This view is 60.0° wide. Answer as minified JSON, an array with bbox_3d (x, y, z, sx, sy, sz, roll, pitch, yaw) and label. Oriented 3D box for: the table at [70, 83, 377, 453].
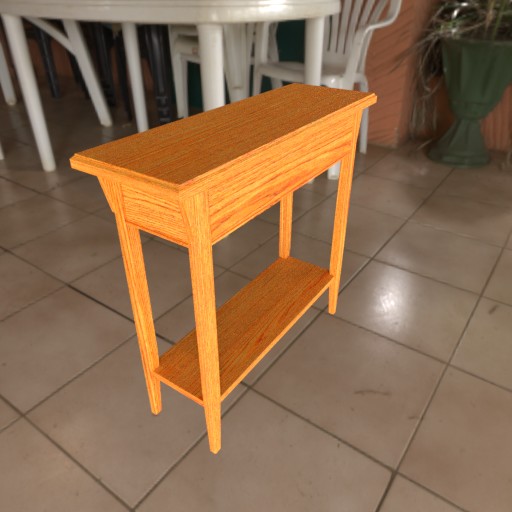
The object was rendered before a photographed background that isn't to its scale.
[{"bbox_3d":[0.000,0.000,1.151,0.254,0.711,0.762,20,37,29],"label":"table"}]
